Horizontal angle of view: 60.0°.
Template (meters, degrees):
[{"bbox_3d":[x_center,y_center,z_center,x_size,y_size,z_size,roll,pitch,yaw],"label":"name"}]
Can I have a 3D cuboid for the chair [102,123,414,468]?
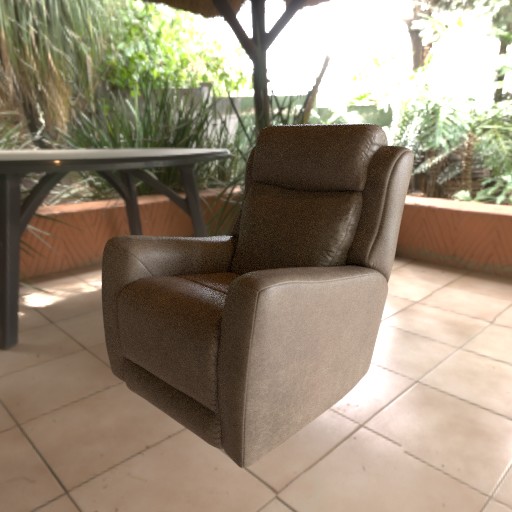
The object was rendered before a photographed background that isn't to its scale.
[{"bbox_3d":[0.000,0.000,1.938,0.967,1.116,1.068,15,21,43],"label":"chair"}]
